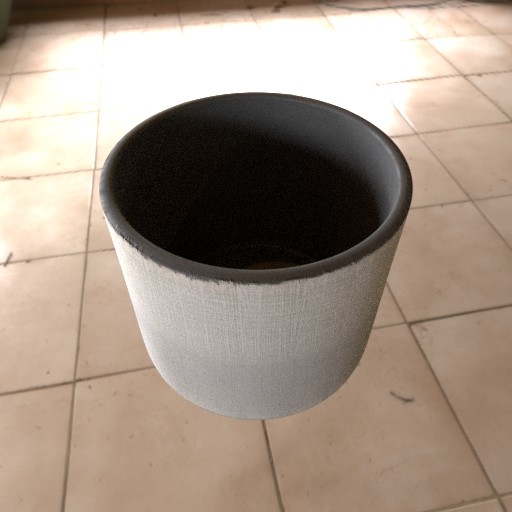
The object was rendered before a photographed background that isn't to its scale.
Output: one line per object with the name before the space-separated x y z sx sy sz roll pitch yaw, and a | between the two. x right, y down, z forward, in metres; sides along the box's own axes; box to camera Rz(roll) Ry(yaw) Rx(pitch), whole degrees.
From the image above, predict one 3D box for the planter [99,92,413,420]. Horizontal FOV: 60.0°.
planter | 0.000 0.000 0.440 0.254 0.221 0.254 0 47 0
